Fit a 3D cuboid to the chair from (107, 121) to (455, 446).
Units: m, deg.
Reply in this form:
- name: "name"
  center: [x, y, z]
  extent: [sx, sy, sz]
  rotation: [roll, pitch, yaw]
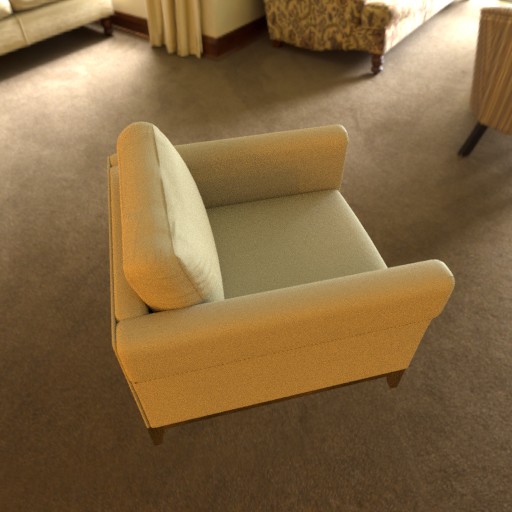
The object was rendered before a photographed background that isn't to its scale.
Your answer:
- name: "chair"
  center: [0.000, 0.000, 1.644]
  extent: [0.959, 0.838, 0.914]
  rotation: [-10, 47, -10]
